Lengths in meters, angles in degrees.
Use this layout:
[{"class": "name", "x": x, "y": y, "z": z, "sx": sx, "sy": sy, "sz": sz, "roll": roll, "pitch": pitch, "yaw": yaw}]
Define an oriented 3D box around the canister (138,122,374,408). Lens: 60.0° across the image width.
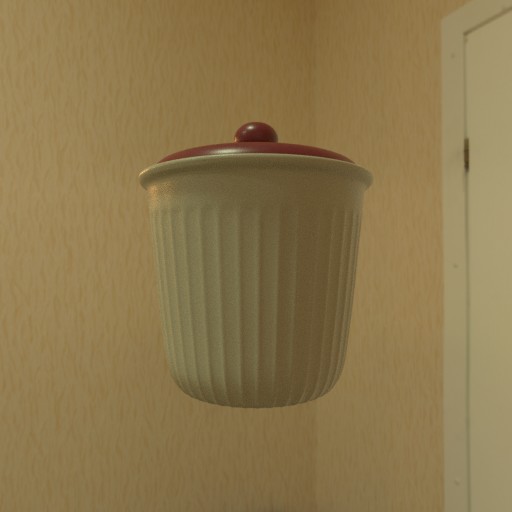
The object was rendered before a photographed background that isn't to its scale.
[{"class": "canister", "x": 0.000, "y": 0.000, "z": 0.351, "sx": 0.181, "sy": 0.211, "sz": 0.181, "roll": 0, "pitch": -1, "yaw": 0}]
